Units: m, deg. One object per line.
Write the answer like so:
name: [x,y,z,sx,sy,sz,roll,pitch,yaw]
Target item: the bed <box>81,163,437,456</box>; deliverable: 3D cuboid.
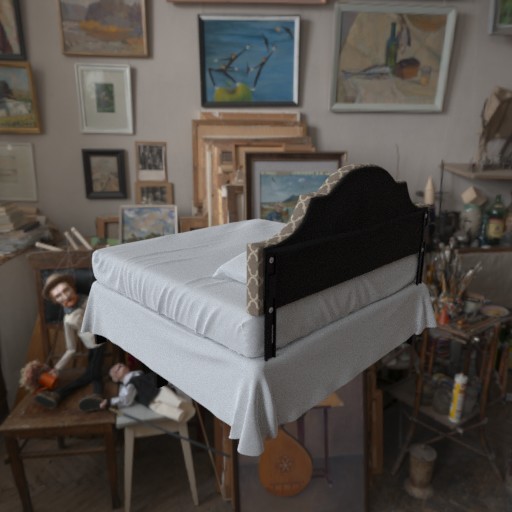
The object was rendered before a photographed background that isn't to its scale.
bed: [0.000,0.000,3.682,2.314,1.601,2.222,-15,22,-42]
